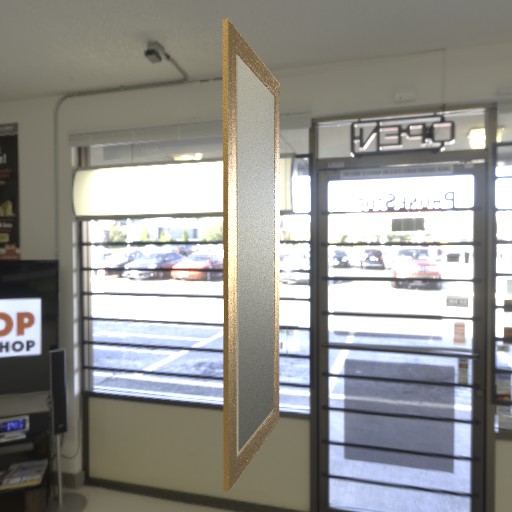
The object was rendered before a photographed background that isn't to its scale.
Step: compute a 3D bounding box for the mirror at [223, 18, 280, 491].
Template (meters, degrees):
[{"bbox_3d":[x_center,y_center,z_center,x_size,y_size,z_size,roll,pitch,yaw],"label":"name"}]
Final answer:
[{"bbox_3d":[0.000,0.000,2.292,0.025,2.031,0.812,1,2,19],"label":"mirror"}]
